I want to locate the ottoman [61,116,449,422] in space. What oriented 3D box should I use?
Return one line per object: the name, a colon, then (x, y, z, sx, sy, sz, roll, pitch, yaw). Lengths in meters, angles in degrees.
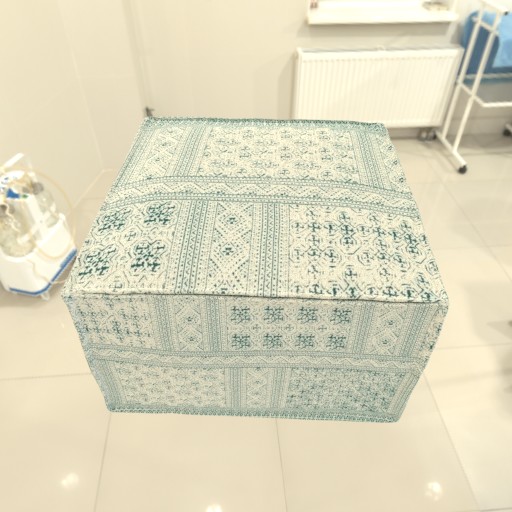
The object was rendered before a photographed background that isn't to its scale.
ottoman: (0.000, 0.000, 1.023, 0.626, 0.439, 0.617, 1, 43, 2)
